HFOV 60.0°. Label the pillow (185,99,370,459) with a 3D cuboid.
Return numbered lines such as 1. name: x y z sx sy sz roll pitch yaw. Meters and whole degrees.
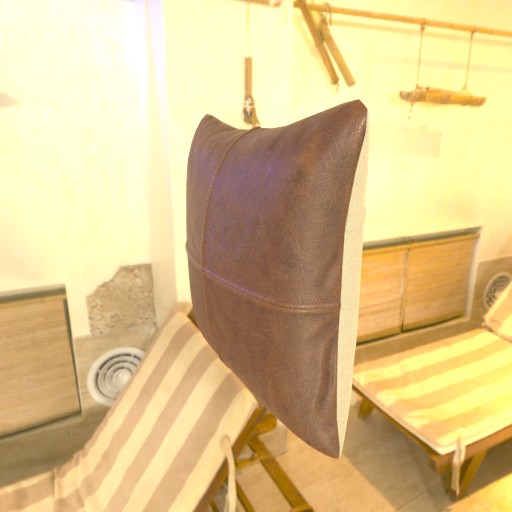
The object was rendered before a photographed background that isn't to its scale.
1. pillow: 0.000 0.000 0.736 0.192 0.470 0.484 -8 18 -26
